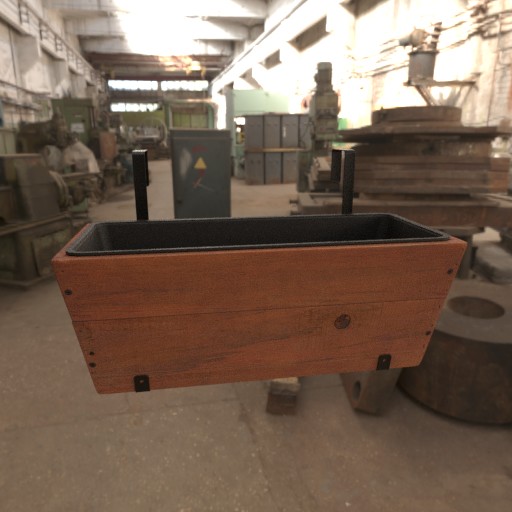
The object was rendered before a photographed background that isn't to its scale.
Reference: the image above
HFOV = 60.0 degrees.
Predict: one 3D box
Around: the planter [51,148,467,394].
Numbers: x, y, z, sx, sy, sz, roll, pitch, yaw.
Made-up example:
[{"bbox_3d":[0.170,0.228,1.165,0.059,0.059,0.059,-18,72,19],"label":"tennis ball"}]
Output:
[{"bbox_3d":[0.000,0.000,0.636,0.480,0.289,0.262,-3,16,-9],"label":"planter"}]
